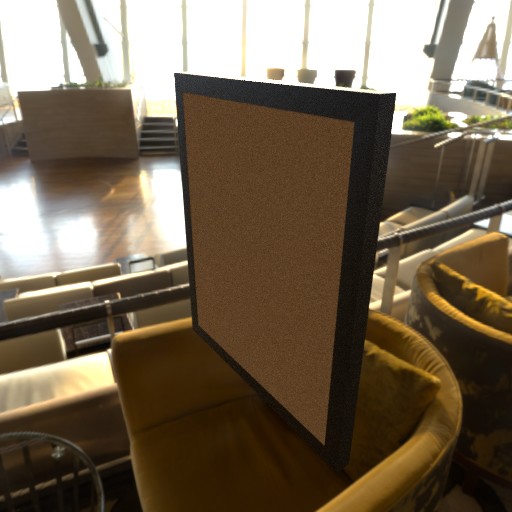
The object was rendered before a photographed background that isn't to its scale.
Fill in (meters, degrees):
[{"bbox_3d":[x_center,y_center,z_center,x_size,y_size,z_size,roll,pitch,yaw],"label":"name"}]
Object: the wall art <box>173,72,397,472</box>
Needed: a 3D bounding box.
[{"bbox_3d":[0.000,0.000,0.687,0.025,0.508,0.432,-17,30,-32],"label":"wall art"}]
